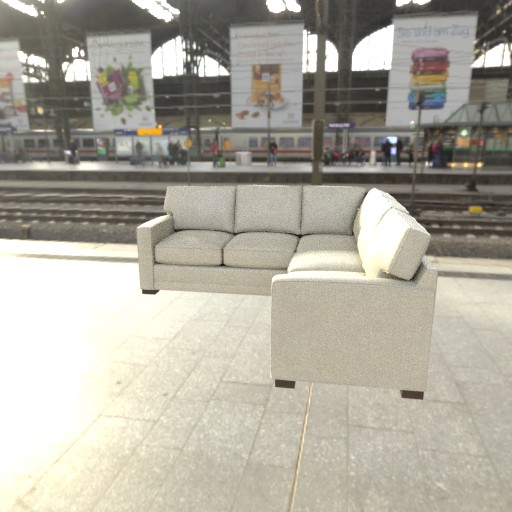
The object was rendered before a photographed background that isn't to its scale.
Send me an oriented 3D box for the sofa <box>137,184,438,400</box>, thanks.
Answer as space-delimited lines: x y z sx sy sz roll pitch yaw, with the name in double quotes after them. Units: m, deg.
0.000 0.000 3.410 2.188 0.936 2.211 2 14 9 "sofa"
